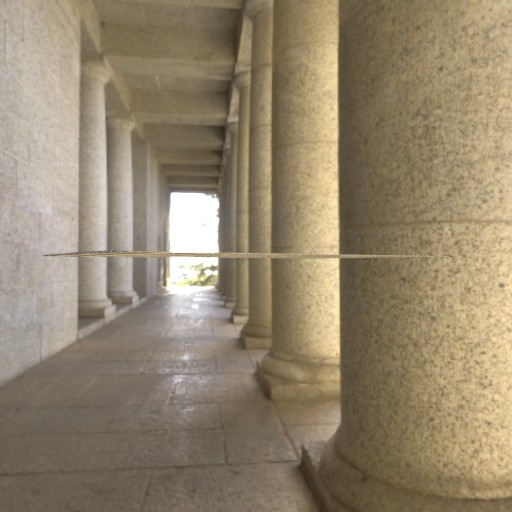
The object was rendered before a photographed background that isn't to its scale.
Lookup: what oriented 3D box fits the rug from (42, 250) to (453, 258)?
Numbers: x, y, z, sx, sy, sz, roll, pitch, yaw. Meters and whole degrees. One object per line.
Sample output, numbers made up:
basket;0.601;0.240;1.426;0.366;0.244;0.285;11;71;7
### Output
rug;0.000;0.000;2.601;2.108;0.009;1.248;1;-1;-36
